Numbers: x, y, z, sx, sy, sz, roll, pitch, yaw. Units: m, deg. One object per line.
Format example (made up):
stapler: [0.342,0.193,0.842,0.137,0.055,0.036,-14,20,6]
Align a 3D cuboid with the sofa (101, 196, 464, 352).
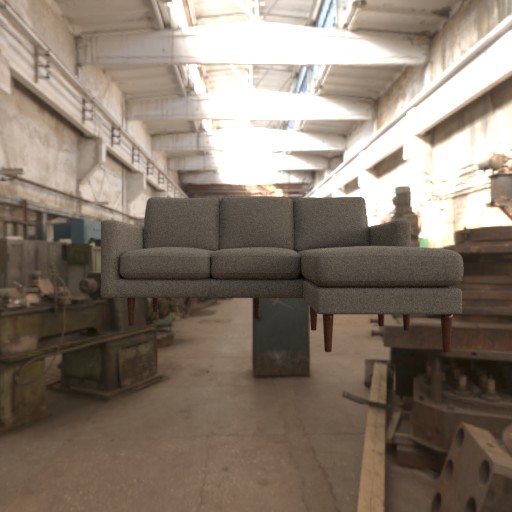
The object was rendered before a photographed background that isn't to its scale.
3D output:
sofa: [0.000,0.000,2.971,2.055,0.957,1.667,0,0,1]
